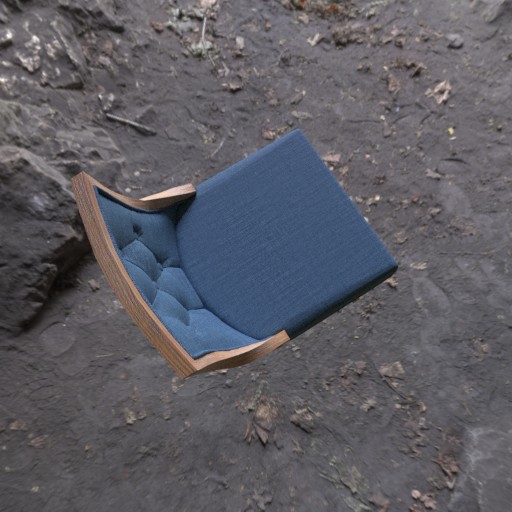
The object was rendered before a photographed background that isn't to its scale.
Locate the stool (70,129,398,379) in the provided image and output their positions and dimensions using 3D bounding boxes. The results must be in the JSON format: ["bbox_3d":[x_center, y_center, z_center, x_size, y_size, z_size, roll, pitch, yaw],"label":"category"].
[{"bbox_3d":[0.000,0.000,1.288,0.626,0.938,0.524,-31,78,-7],"label":"stool"}]
